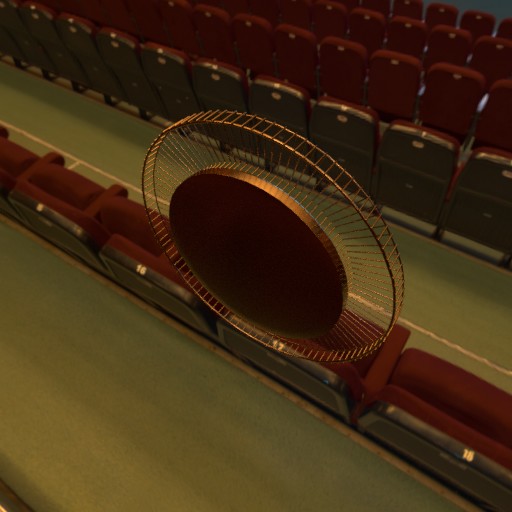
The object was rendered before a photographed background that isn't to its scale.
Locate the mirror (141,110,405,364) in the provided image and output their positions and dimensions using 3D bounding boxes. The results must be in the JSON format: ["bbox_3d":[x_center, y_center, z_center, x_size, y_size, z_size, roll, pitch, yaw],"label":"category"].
[{"bbox_3d":[0.000,0.000,1.067,0.703,0.703,0.067,26,52,22],"label":"mirror"}]
